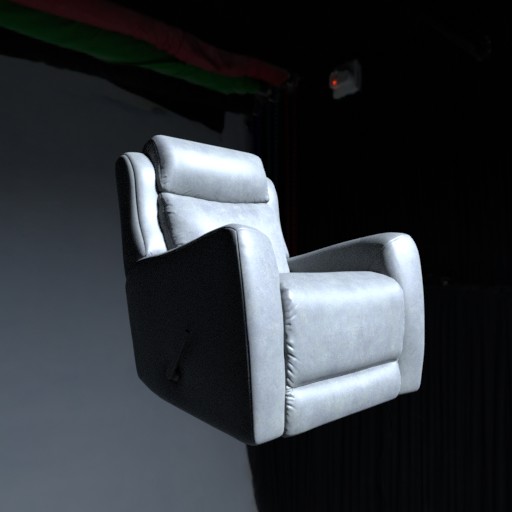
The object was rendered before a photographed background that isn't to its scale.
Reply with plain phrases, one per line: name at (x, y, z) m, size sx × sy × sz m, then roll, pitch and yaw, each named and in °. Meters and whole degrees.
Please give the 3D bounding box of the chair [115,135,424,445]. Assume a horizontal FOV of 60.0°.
chair at (0.000, 0.000, 1.901) m, size 0.967 × 1.116 × 1.068 m, roll 1°, pitch -1°, yaw -39°
